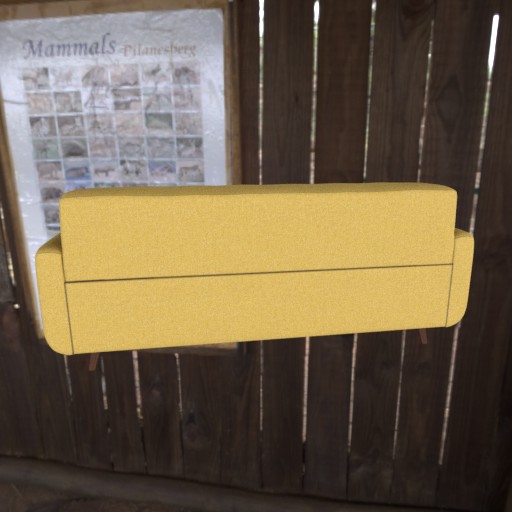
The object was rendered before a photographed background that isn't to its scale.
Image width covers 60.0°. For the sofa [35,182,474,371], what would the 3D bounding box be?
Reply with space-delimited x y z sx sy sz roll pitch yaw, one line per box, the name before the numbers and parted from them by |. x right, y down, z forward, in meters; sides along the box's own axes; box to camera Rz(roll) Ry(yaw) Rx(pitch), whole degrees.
sofa | 0.000 0.000 2.465 2.029 0.841 0.909 -2 15 -9
